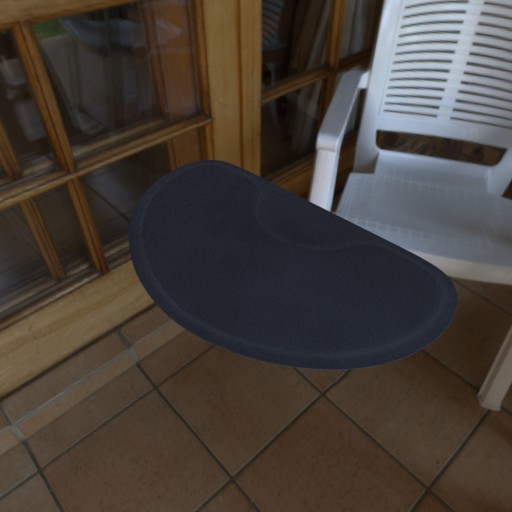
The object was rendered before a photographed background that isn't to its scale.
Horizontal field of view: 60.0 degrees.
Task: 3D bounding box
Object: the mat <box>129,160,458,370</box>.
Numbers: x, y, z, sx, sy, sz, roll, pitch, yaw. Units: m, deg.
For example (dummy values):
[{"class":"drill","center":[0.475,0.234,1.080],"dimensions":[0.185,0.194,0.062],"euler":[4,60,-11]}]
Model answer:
[{"class":"mat","center":[0.000,0.000,1.867],"dimensions":[1.524,0.013,0.913],"euler":[32,52,29]}]
